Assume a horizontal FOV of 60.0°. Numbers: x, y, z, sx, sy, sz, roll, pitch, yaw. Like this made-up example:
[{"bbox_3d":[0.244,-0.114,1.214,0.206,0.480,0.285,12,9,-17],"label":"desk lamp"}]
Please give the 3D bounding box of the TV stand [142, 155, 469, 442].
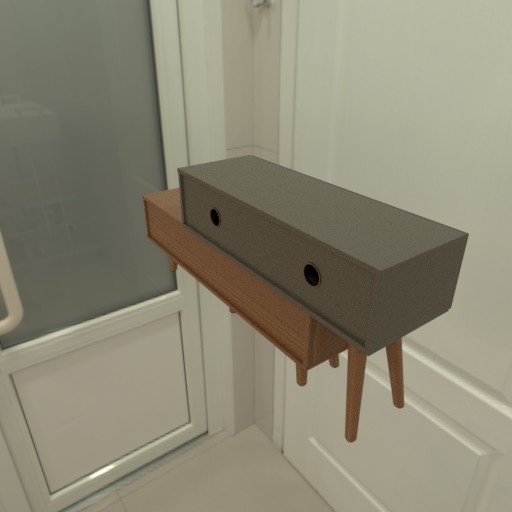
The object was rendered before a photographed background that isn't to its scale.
[{"bbox_3d":[0.000,0.000,1.613,0.329,0.591,1.336,-18,33,-31],"label":"TV stand"}]
